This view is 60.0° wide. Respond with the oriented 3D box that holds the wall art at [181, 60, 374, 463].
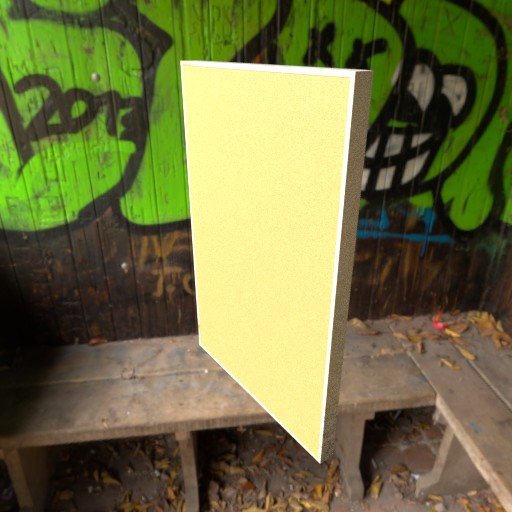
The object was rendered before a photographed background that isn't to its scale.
[{"bbox_3d":[0.000,0.000,0.963,0.038,0.764,0.508,-18,31,-32],"label":"wall art"}]
